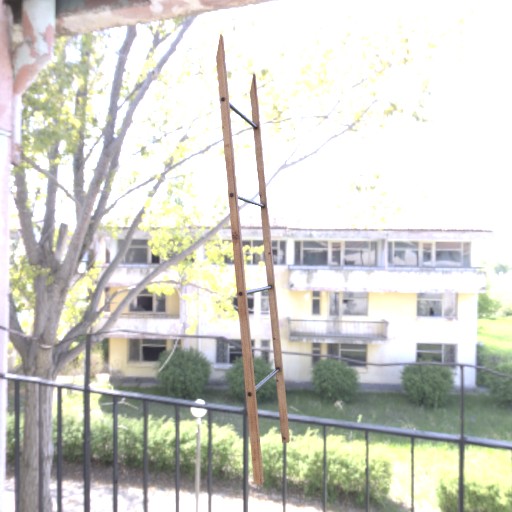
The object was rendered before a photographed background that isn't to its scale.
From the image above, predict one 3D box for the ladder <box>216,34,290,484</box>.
[{"bbox_3d":[0.000,0.000,1.984,0.200,1.805,0.442,0,0,19],"label":"ladder"}]
